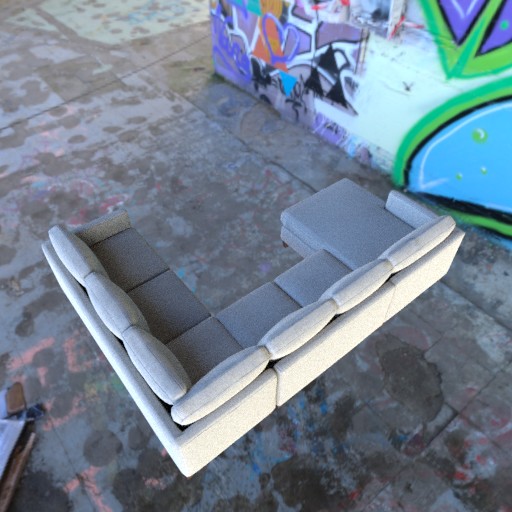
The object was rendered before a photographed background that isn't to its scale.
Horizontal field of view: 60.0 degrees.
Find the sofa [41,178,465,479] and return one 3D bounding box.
[{"bbox_3d":[0.000,0.000,4.614,3.460,0.959,2.593,-30,54,-26],"label":"sofa"}]
